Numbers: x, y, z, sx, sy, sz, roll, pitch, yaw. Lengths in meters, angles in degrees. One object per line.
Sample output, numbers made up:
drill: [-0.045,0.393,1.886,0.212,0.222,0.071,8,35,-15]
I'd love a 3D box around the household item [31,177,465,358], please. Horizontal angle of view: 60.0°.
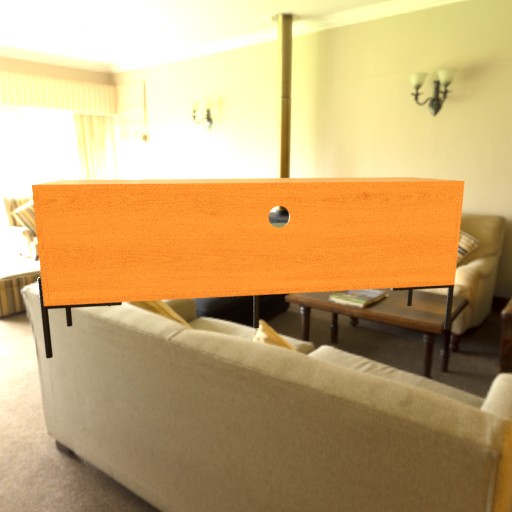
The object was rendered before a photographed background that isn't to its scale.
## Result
household item: [0.000,0.000,1.778,1.550,0.600,0.400,-2,12,-10]
